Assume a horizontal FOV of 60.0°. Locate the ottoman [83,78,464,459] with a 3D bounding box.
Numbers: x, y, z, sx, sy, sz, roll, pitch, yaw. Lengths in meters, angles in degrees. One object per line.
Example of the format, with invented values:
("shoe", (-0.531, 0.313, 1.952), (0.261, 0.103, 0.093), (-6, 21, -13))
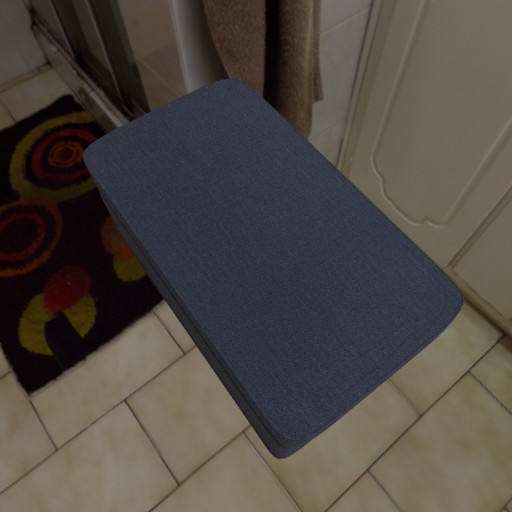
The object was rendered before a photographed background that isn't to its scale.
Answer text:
("ottoman", (0.000, 0.000, 1.193), (0.505, 0.453, 0.895), (-33, 67, -16))
